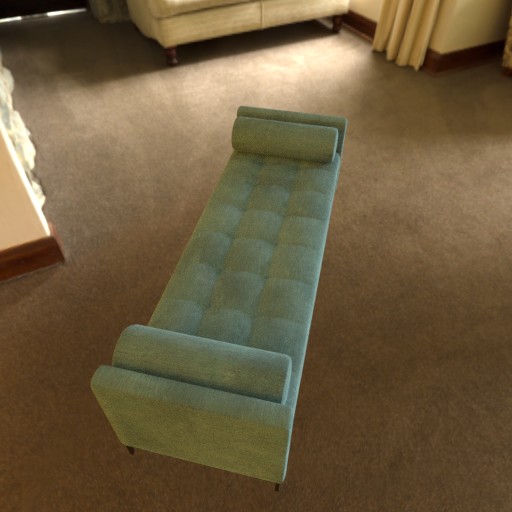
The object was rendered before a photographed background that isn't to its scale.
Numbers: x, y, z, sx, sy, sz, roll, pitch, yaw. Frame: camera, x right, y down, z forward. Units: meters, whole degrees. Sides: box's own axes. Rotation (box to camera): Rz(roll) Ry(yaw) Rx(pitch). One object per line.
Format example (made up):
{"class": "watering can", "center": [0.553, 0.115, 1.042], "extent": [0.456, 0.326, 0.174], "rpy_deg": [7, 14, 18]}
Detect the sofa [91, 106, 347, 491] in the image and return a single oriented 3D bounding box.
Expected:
{"class": "sofa", "center": [0.000, 0.000, 2.297], "extent": [0.686, 0.635, 1.981], "rpy_deg": [10, 47, 9]}
